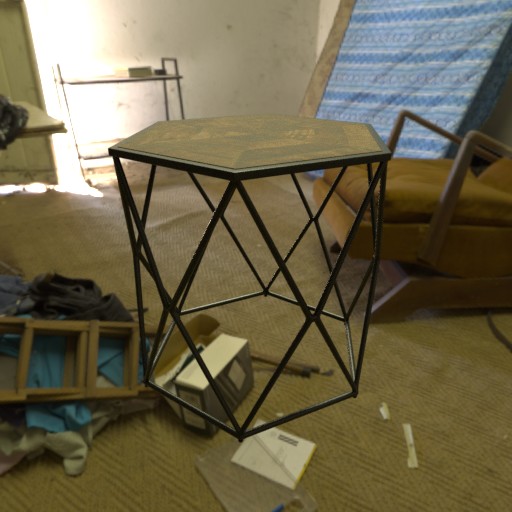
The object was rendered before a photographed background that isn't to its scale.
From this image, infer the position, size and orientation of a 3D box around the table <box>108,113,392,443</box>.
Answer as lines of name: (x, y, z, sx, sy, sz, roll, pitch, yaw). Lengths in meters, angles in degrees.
table: (0.000, 0.000, 1.043, 0.578, 0.564, 0.579, 17, 31, 31)
